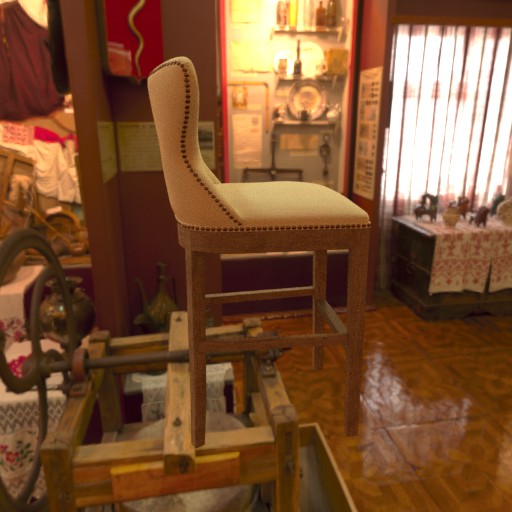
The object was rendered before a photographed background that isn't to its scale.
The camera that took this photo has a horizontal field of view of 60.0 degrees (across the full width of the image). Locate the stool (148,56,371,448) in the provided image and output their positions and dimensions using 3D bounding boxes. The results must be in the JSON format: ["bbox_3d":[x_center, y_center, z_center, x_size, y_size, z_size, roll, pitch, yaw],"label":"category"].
[{"bbox_3d":[0.000,0.000,1.427,0.606,1.123,0.494,-2,17,-8],"label":"stool"}]
